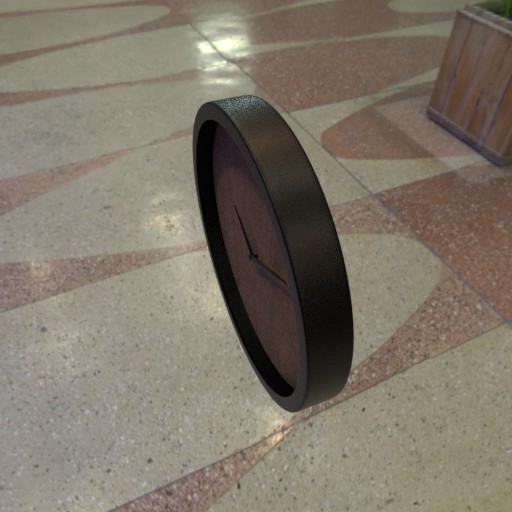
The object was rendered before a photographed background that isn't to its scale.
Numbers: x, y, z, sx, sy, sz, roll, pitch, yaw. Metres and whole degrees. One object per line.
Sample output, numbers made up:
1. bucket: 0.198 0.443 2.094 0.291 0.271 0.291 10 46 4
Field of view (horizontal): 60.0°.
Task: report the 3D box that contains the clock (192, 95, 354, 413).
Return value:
1. clock: 0.000 0.000 0.461 0.040 0.314 0.314 -16 48 -15
